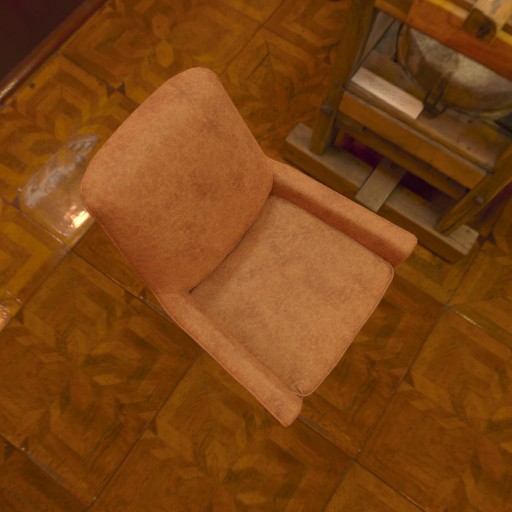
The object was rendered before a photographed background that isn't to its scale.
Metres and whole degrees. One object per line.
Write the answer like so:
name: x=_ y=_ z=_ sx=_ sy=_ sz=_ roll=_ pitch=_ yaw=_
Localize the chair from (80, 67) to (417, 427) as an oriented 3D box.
chair: x=0.000 y=0.000 z=1.496 sx=0.851 sy=0.883 sz=0.753 roll=36 pitch=77 yaw=9
